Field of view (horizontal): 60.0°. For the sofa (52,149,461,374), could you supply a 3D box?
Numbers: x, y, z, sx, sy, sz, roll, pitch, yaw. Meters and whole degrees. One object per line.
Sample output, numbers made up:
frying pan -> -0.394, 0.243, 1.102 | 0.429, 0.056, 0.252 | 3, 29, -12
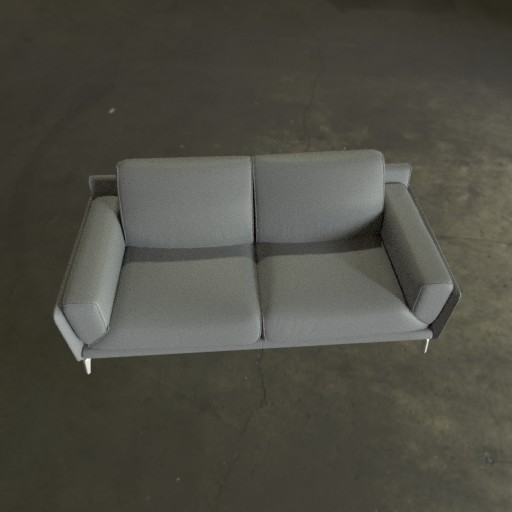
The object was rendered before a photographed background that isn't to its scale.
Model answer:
sofa -> 0.000, 0.000, 2.628 | 2.100, 0.900, 0.969 | -3, 47, -3
